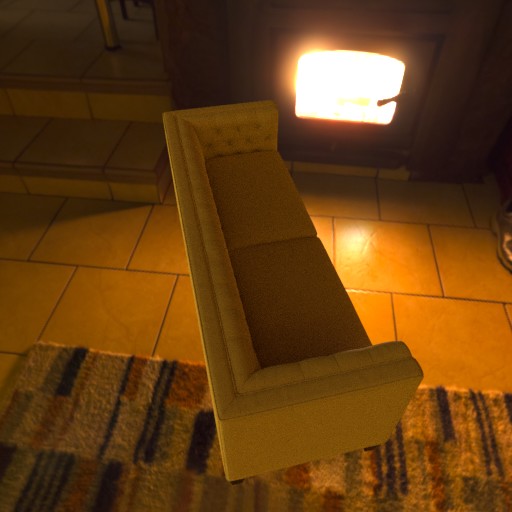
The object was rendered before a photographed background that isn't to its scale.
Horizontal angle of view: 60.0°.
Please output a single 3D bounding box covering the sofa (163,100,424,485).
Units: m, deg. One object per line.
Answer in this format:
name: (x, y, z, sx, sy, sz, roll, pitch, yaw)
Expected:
sofa: (0.000, 0.000, 2.547, 0.775, 0.762, 2.159, -10, 47, -9)
